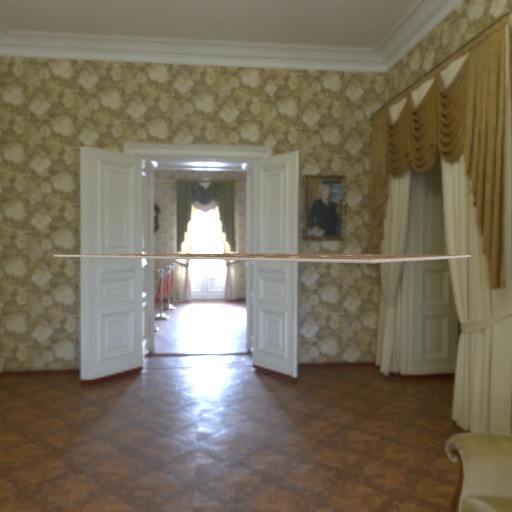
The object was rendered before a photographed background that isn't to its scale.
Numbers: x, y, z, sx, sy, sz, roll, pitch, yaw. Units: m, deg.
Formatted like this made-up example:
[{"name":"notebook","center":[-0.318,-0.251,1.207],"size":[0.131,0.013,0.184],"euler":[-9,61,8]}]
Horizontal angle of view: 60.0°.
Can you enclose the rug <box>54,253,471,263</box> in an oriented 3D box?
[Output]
[{"name":"rug","center":[0.000,0.000,2.902],"size":[2.294,0.014,1.528],"euler":[1,1,38]}]
